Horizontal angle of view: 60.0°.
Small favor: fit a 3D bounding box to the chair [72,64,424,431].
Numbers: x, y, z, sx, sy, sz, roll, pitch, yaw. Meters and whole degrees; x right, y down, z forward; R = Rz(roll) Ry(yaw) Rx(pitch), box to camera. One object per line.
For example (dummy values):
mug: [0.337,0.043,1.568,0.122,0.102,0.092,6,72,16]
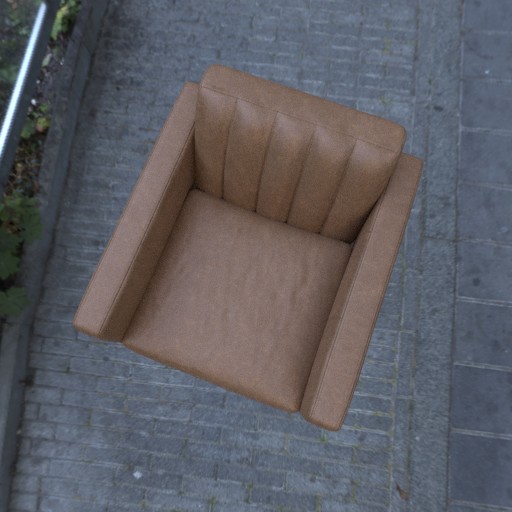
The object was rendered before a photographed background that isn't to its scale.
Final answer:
chair: [0.000,0.000,1.707,0.953,0.819,0.998,20,77,5]
